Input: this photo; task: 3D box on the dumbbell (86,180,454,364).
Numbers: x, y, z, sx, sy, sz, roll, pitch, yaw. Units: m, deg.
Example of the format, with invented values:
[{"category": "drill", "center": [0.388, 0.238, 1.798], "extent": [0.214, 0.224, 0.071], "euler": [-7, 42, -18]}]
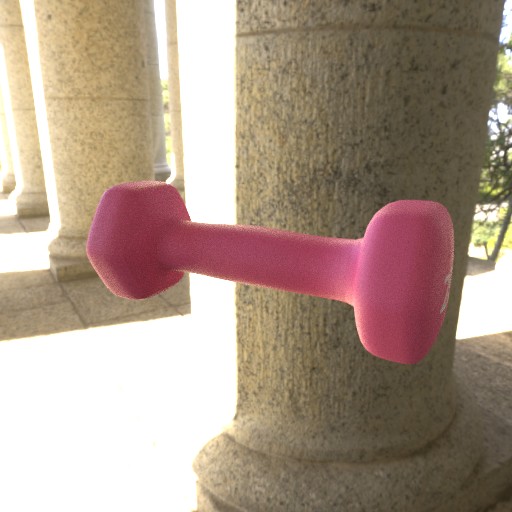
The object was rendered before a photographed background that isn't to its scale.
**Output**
[{"category": "dumbbell", "center": [0.000, 0.000, 0.180], "extent": [0.146, 0.053, 0.058], "euler": [9, 19, 27]}]
